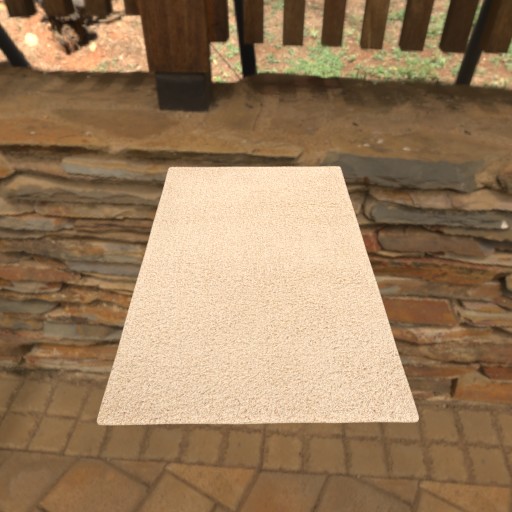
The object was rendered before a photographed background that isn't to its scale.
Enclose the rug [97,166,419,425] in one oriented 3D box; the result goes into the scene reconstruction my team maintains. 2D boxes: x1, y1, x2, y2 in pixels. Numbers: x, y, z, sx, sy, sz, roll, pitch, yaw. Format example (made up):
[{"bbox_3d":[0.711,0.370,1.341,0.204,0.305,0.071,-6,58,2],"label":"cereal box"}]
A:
[{"bbox_3d":[0.000,0.000,3.015,1.524,0.030,2.438,0,40,0],"label":"rug"}]
